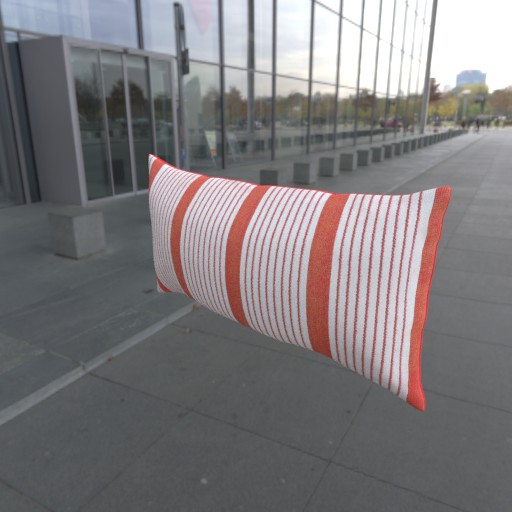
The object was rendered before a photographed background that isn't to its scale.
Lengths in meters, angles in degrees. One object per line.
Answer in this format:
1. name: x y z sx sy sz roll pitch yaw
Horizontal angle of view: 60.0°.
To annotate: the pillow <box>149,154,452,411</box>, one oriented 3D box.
1. pillow: 0.000 0.000 0.734 0.608 0.297 0.151 16 23 42
